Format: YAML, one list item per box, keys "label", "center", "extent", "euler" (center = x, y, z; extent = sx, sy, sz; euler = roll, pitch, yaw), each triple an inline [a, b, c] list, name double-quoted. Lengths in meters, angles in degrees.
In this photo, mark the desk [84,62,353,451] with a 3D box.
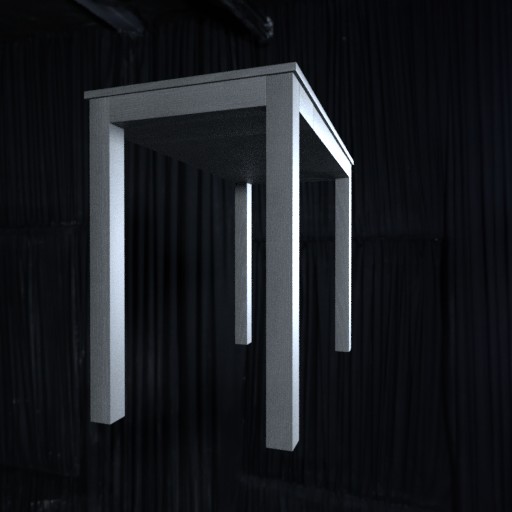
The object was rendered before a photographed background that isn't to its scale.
- label: "desk"
  center: [0.000, 0.000, 1.411]
  extent: [0.499, 0.762, 0.991]
  euler: [0, 1, 19]
